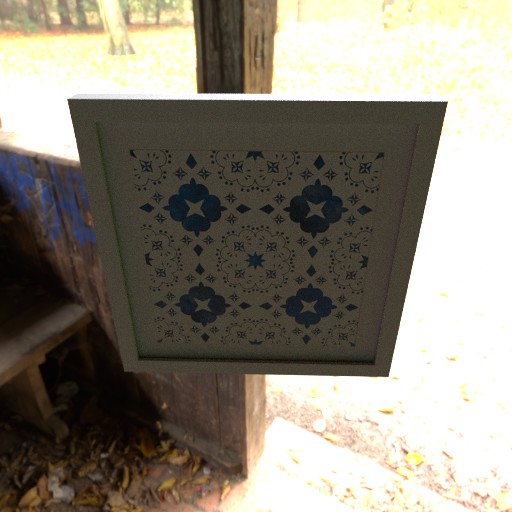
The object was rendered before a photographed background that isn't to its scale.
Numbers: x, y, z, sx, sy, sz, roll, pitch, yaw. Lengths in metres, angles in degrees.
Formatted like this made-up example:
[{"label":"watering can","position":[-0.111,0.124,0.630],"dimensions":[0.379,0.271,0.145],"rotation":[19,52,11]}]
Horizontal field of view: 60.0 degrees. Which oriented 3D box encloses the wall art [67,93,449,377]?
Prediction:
[{"label":"wall art","position":[0.000,0.000,0.515],"dimensions":[0.355,0.355,0.027],"rotation":[1,31,1]}]
